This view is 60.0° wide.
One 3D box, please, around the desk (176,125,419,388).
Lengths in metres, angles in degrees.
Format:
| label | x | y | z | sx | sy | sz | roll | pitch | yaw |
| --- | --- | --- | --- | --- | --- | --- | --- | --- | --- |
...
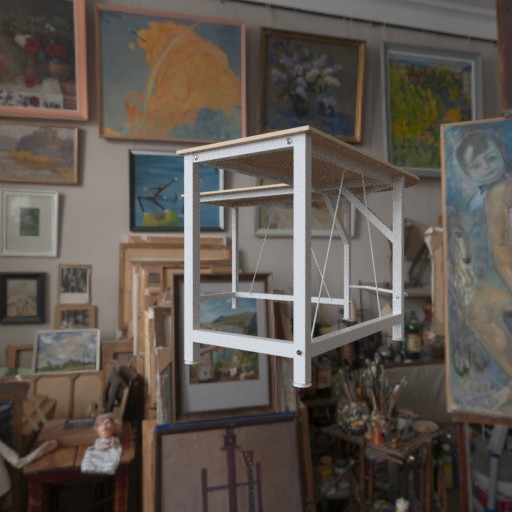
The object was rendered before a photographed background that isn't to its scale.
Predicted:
| label | x | y | z | sx | sy | sz | roll | pitch | yaw |
| --- | --- | --- | --- | --- | --- | --- | --- | --- | --- |
| desk | 0.000 | 0.000 | 2.249 | 1.400 | 0.762 | 1.400 | 0 | 1 | 36 |
